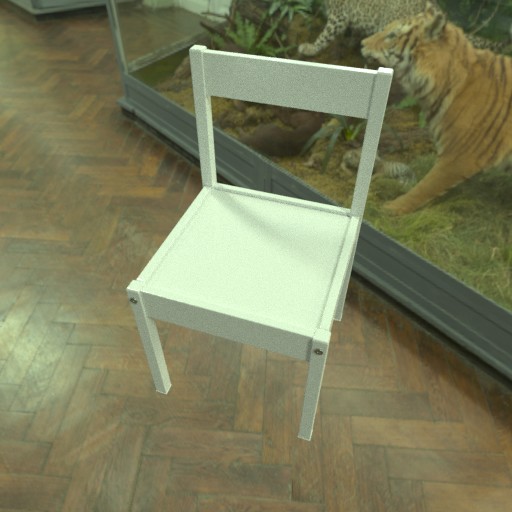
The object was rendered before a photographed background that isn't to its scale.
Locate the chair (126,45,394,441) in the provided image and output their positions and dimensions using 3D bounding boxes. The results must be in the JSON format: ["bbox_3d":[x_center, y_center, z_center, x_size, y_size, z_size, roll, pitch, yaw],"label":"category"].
[{"bbox_3d":[0.000,0.000,0.687,0.285,0.505,0.285,13,45,13],"label":"chair"}]
